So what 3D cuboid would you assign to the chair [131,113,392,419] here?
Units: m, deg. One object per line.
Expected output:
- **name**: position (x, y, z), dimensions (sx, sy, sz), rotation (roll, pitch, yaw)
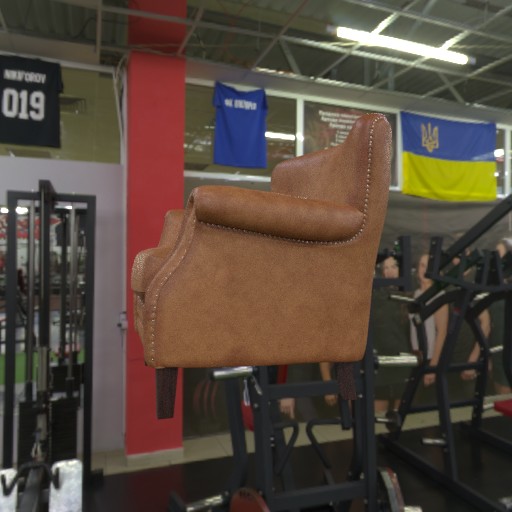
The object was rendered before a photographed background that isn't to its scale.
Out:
- **chair**: position (0.000, 0.000, 1.698), dimensions (0.921, 0.936, 0.861), rotation (0, 0, -18)
